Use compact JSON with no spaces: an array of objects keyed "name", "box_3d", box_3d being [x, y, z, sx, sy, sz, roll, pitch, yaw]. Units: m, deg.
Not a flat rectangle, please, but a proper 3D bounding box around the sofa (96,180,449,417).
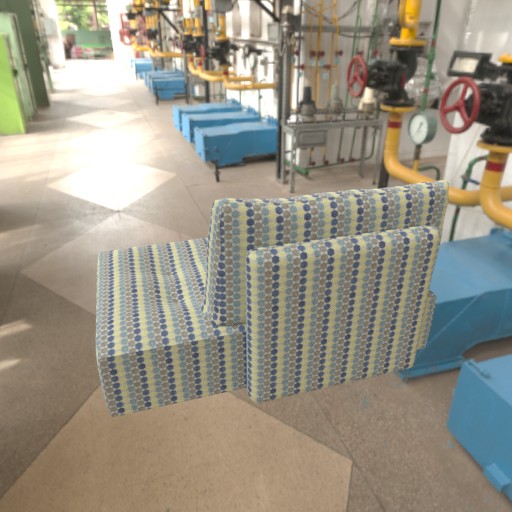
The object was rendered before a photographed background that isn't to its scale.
[{"name":"sofa","box_3d":[0.000,0.000,2.044,1.450,0.820,1.000,-8,28,-15]}]
